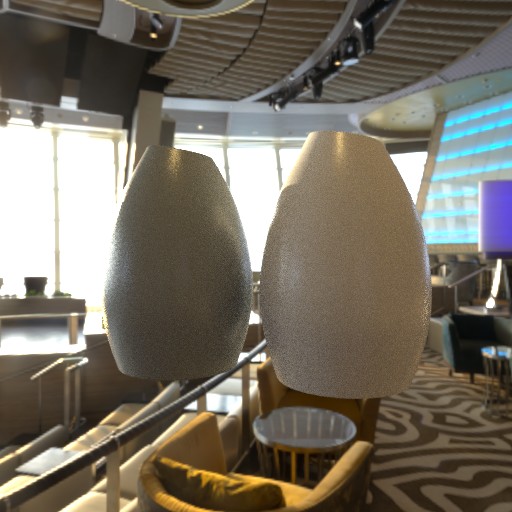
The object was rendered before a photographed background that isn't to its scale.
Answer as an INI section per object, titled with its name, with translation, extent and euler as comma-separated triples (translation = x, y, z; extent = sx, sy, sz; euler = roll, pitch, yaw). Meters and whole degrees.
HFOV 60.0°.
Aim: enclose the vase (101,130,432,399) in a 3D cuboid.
[vase]
translation = 0.000, 0.000, 0.253
extent = 0.187, 0.131, 0.089
euler = 0, 0, 18
